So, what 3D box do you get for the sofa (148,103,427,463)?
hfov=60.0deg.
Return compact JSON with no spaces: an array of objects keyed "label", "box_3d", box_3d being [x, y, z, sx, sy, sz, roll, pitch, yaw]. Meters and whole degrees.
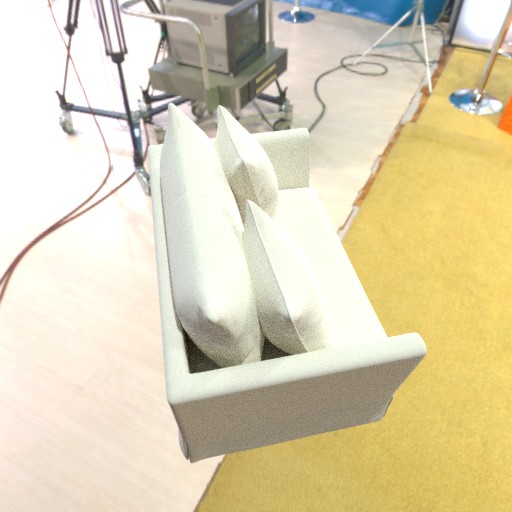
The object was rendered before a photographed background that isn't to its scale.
[{"label":"sofa","box_3d":[0.000,0.000,2.260,1.026,1.039,1.608,-9,47,-8]}]
